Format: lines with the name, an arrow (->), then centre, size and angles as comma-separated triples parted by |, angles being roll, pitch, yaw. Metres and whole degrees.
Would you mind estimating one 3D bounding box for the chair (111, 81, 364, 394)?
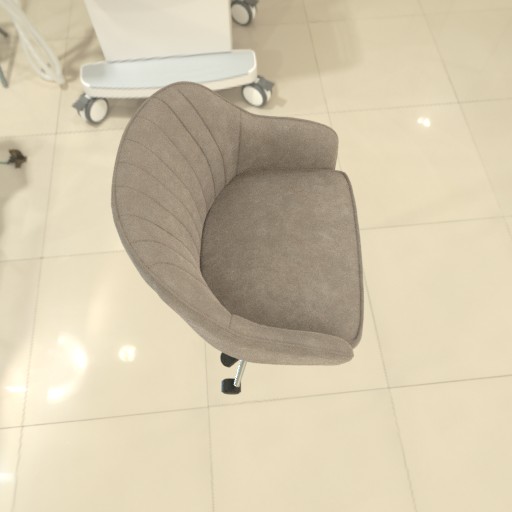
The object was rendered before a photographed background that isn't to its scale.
chair -> 0.000, 0.000, 1.231 | 0.573, 0.831, 0.635 | 1, 65, 1
